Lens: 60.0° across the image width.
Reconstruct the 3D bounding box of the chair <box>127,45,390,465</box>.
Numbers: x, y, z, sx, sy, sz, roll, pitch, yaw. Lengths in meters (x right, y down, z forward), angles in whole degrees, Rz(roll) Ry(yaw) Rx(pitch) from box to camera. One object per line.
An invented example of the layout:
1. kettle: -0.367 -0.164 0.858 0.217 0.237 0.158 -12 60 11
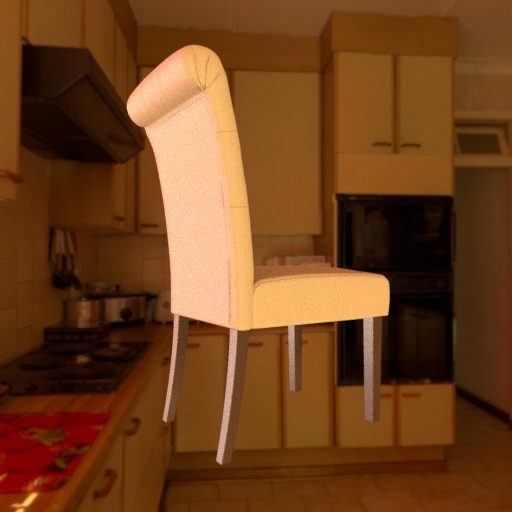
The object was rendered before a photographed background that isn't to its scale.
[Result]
1. chair: 0.000 0.000 1.339 0.671 1.006 0.456 0 0 -34
